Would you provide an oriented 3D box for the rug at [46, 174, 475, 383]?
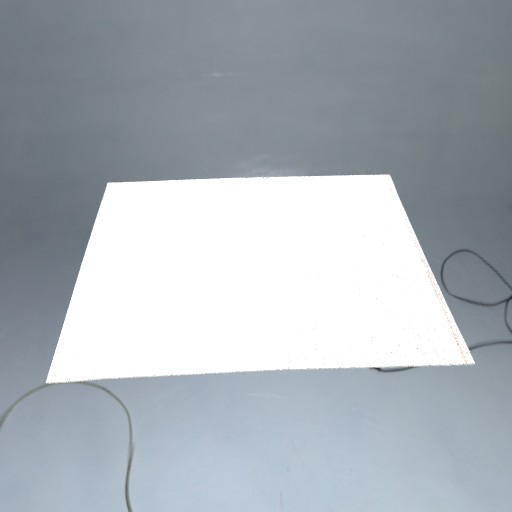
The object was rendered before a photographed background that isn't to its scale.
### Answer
[{"bbox_3d":[0.000,0.000,4.877,3.778,0.053,2.873,-2,46,-2],"label":"rug"}]
